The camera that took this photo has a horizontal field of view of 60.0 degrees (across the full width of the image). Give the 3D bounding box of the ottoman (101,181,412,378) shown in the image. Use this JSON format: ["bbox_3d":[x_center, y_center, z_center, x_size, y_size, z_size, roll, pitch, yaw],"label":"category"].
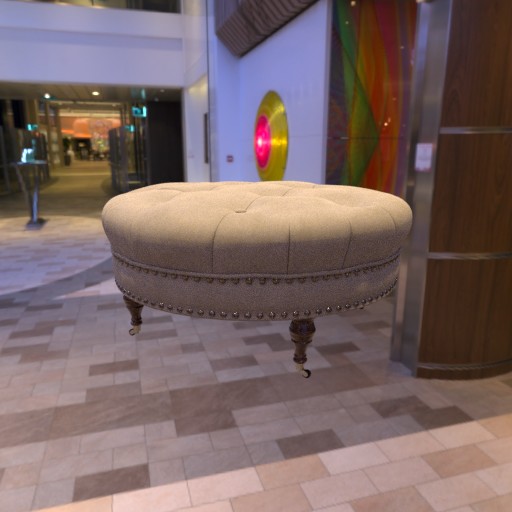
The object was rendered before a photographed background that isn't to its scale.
[{"bbox_3d":[0.000,0.000,1.383,0.901,0.439,0.901,0,14,0],"label":"ottoman"}]
